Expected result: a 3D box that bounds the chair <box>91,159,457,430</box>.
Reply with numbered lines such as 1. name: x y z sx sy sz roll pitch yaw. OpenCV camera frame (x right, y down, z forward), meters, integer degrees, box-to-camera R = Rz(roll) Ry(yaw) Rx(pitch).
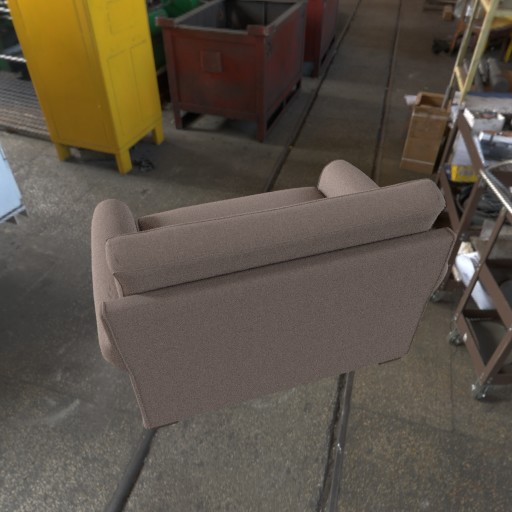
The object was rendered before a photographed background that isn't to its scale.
1. chair: 0.000 0.000 2.022 1.390 0.930 0.930 -12 42 -13
